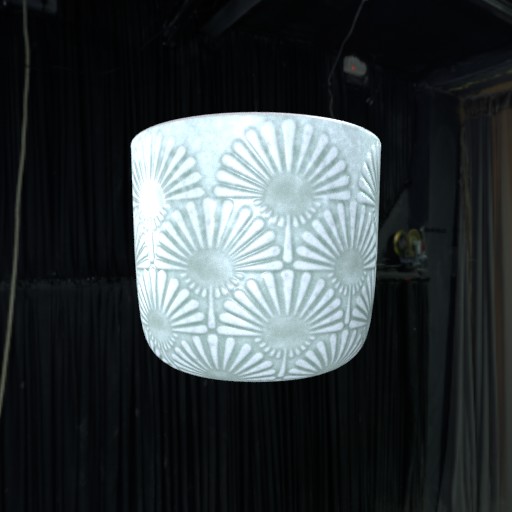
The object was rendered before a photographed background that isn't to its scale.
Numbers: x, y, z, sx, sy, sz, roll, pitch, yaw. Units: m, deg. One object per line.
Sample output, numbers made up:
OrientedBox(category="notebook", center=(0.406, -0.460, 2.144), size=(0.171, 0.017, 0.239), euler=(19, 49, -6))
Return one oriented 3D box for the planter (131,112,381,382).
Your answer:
OrientedBox(category="planter", center=(0.000, 0.000, 0.228), size=(0.124, 0.109, 0.124), euler=(0, 0, 0))
